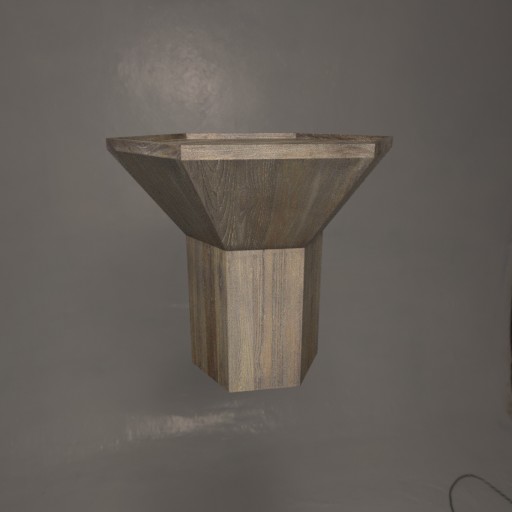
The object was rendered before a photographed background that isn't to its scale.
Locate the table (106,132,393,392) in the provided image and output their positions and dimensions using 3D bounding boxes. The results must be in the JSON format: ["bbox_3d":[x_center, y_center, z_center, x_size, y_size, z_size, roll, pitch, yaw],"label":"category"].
[{"bbox_3d":[0.000,0.000,1.131,0.683,0.586,0.592,-3,18,-8],"label":"table"}]
